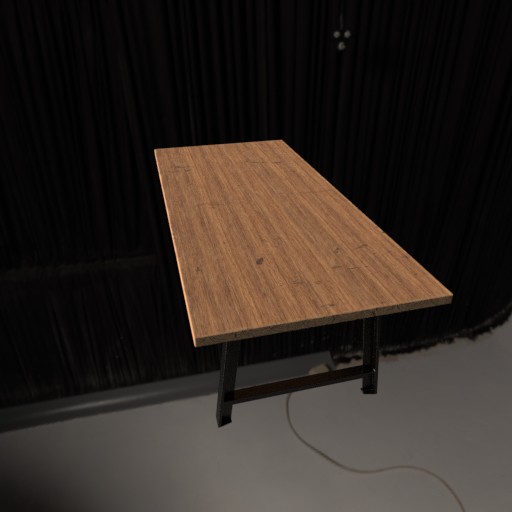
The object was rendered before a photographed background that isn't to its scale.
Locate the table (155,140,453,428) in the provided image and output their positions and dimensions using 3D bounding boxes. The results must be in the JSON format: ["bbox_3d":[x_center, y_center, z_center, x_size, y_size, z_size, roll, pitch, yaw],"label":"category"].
[{"bbox_3d":[0.000,0.000,2.702,1.000,0.757,2.200,-7,31,-13],"label":"table"}]
